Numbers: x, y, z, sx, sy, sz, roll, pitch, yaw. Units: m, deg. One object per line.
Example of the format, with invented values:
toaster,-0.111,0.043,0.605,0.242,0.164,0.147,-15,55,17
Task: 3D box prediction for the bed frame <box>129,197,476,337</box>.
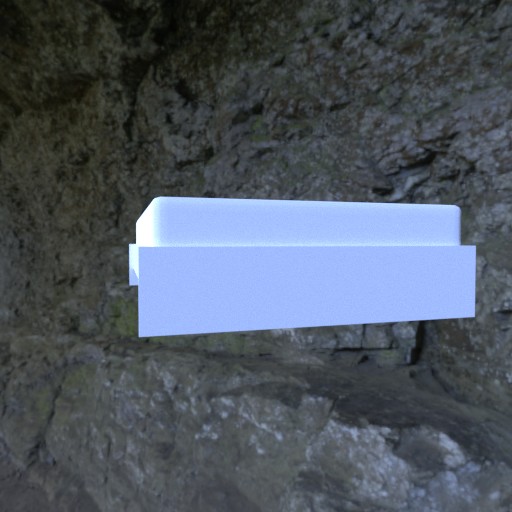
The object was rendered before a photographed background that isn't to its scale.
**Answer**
bed frame,0.000,0.000,2.685,1.445,0.497,1.945,-1,2,-17
